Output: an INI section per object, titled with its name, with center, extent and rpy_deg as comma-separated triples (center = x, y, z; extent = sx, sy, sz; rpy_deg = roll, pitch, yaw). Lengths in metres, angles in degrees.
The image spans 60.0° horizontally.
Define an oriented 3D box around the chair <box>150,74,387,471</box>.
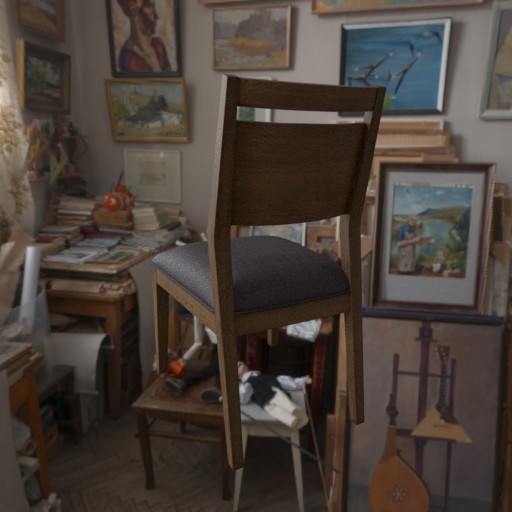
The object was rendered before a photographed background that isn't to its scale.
[chair]
center = 0.000, 0.000, 1.337
extent = 0.501, 0.939, 0.610
rpy_deg = -8, 17, -27
